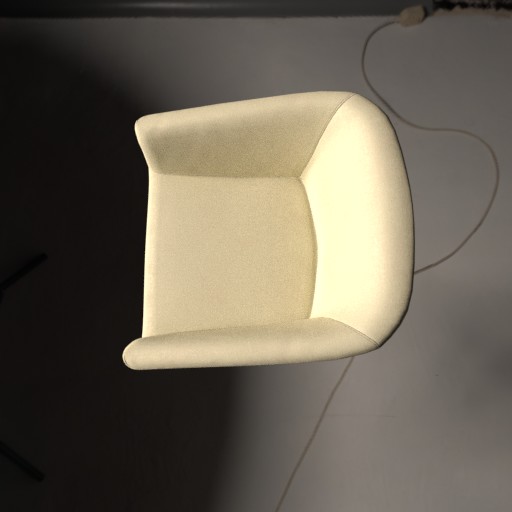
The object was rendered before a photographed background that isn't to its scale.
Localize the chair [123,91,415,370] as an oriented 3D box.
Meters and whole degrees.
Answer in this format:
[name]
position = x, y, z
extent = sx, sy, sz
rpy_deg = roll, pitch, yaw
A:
[chair]
position = 0.000, 0.000, 1.317
extent = 0.657, 0.822, 0.643
rpy_deg = -1, 76, 0
